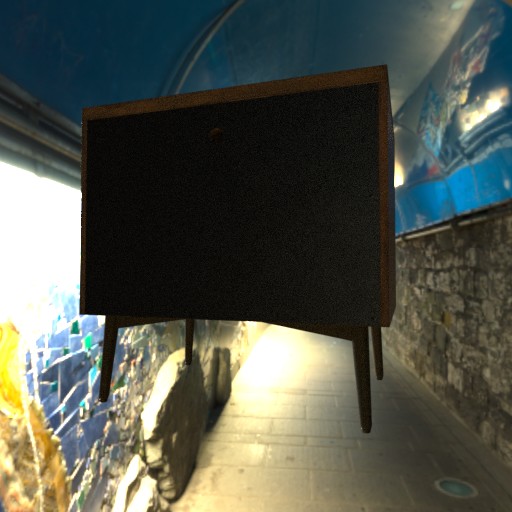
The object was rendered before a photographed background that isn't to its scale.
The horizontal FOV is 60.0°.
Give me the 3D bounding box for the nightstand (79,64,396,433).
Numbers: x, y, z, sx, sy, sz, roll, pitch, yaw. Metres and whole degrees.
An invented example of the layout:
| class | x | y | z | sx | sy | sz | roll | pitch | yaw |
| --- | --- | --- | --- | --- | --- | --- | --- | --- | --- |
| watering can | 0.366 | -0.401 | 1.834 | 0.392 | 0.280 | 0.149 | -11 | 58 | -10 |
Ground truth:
| class | x | y | z | sx | sy | sz | roll | pitch | yaw |
| --- | --- | --- | --- | --- | --- | --- | --- | --- | --- |
| nightstand | 0.000 | 0.000 | 1.031 | 0.610 | 0.610 | 0.458 | -1 | -2 | 19 |
